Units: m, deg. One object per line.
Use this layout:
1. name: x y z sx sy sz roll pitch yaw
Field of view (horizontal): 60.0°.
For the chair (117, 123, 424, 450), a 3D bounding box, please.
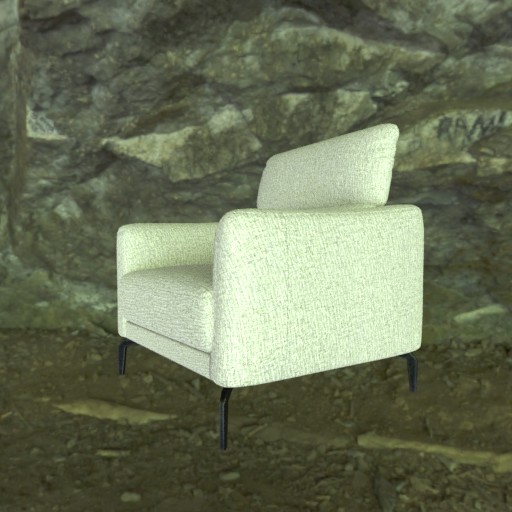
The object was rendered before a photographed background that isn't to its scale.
1. chair: 0.000 0.000 1.676 0.835 0.967 0.972 -1 1 -35
